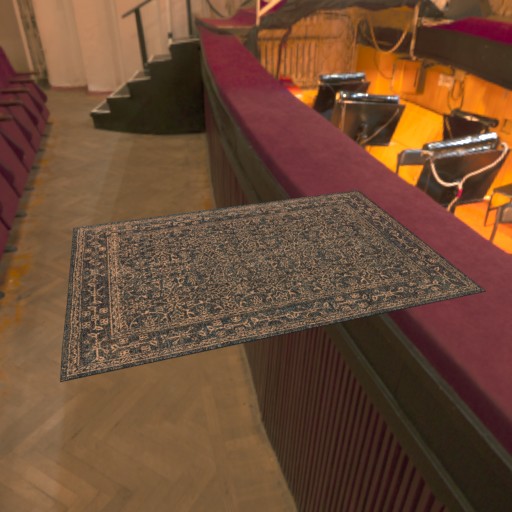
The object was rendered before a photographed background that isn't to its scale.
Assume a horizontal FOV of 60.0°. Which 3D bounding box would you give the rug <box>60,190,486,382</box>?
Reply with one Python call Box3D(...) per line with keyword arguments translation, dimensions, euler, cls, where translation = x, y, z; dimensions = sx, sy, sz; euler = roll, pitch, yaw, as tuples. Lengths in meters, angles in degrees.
Box3D(translation=(0.000, 0.000, 2.272), dimensions=(1.819, 0.005, 1.200), euler=(-9, 33, -15), cls="rug")
